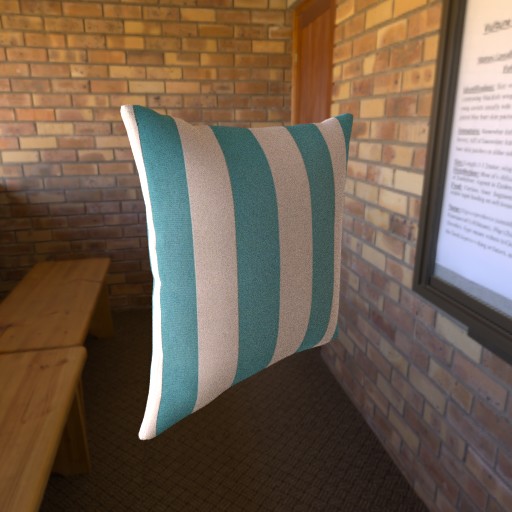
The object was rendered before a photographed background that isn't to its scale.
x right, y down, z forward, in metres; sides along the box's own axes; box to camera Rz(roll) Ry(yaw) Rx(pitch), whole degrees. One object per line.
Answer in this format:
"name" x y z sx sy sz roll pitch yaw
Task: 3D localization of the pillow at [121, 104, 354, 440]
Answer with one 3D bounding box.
"pillow" 0.000 0.000 0.836 0.536 0.526 0.189 -15 22 -42
